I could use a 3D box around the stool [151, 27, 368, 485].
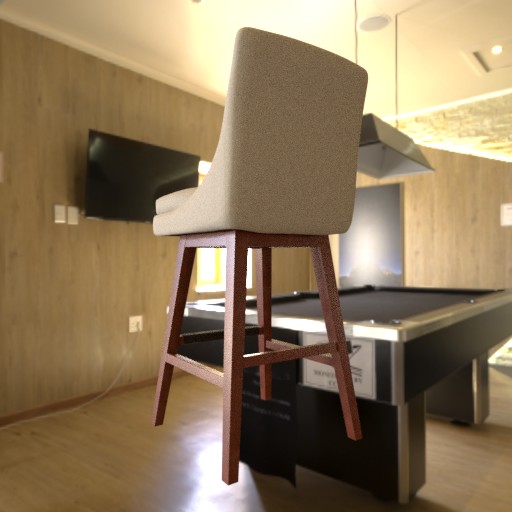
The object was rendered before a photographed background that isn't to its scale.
[{"bbox_3d":[0.000,0.000,1.364,0.470,1.092,0.559,0,0,-35],"label":"stool"}]
